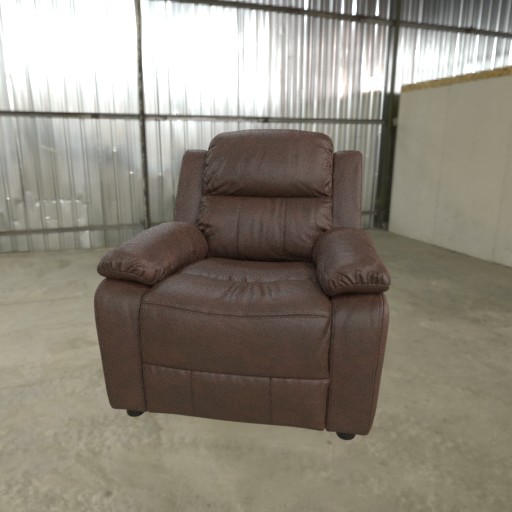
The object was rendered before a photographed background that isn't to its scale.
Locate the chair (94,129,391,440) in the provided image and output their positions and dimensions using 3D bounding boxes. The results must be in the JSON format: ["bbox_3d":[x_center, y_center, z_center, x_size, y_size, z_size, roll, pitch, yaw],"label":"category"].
[{"bbox_3d":[0.000,0.000,1.259,0.680,0.702,0.707,3,15,9],"label":"chair"}]
